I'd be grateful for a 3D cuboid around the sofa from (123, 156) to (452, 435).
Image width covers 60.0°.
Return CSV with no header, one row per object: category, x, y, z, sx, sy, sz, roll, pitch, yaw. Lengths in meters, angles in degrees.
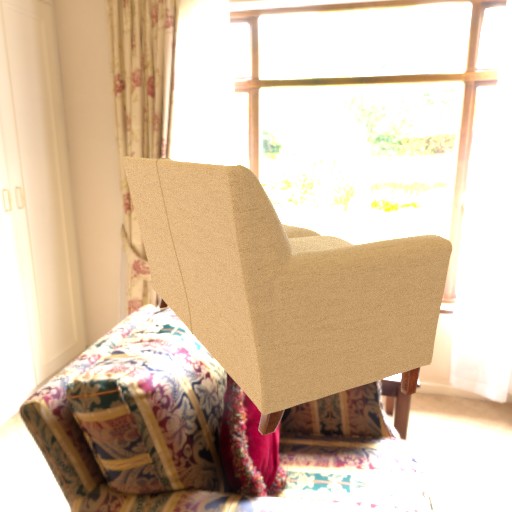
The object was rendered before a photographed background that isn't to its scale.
sofa,0.000,0.000,2.045,0.891,0.892,1.482,-7,15,-26
